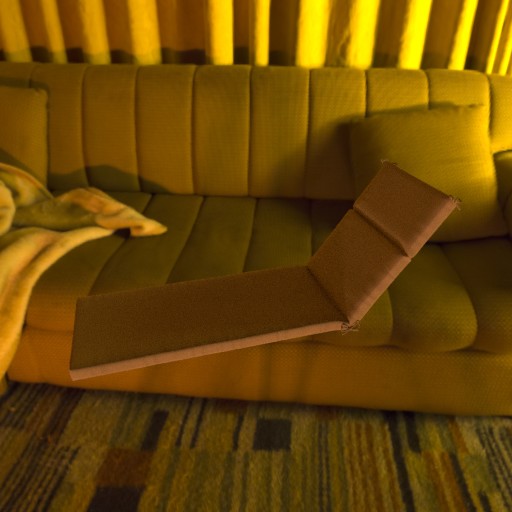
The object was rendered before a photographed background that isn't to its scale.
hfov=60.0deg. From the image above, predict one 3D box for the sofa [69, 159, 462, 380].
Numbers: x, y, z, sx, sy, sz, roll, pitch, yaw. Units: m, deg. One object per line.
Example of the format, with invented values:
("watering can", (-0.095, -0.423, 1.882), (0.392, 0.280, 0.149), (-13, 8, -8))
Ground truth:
("sofa", (0.000, 0.000, 2.005), (1.663, 0.622, 0.582), (-8, 31, -14))
